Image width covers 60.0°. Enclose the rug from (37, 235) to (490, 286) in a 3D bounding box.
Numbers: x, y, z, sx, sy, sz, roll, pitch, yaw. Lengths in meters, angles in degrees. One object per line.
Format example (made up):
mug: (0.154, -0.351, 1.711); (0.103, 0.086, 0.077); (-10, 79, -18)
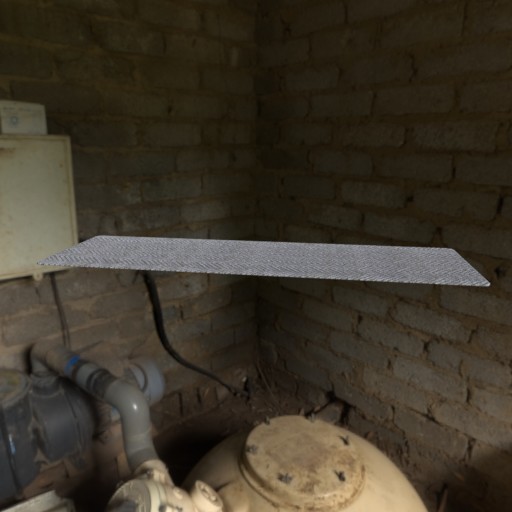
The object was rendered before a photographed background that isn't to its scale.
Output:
rug: (0.000, 0.000, 2.517); (2.286, 0.008, 0.686); (2, 15, 9)
